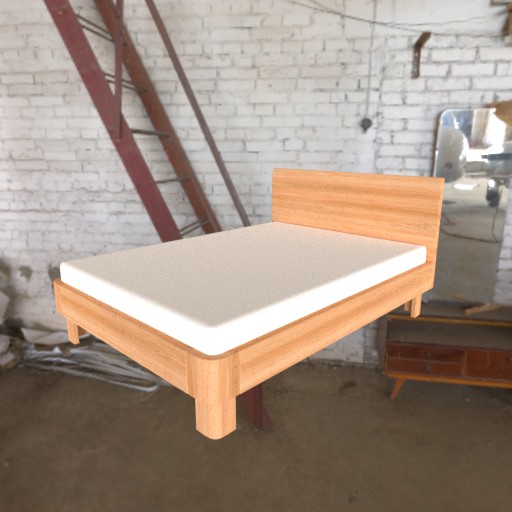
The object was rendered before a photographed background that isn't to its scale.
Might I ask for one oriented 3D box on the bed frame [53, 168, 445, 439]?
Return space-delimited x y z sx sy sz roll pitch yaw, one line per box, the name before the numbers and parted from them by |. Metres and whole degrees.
bed frame | 0.000 0.000 2.789 1.472 0.940 1.992 14 20 42
